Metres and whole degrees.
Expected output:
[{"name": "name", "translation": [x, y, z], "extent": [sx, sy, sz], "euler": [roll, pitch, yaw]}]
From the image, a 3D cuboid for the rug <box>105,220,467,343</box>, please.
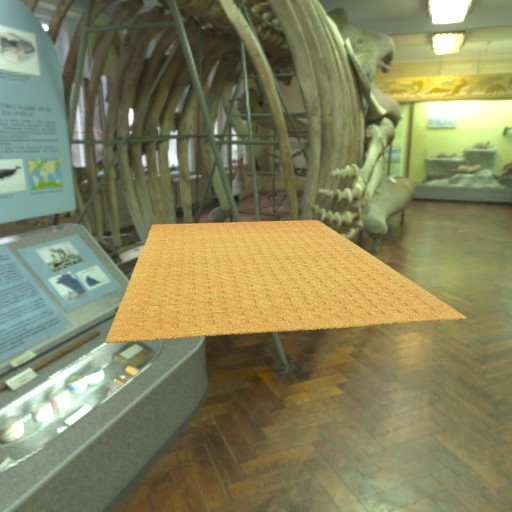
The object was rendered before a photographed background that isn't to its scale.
[{"name": "rug", "translation": [0.000, 0.000, 2.197], "extent": [1.143, 0.006, 1.747], "euler": [-2, 15, -8]}]
